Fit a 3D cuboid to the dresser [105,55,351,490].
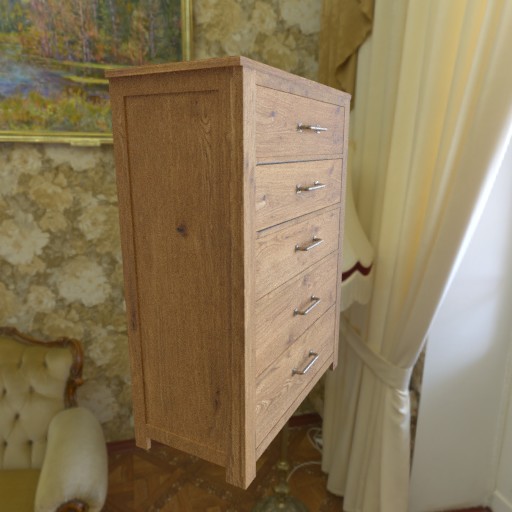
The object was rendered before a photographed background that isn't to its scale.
[{"bbox_3d":[0.000,0.000,1.962,0.558,1.431,1.081,7,16,27],"label":"dresser"}]
